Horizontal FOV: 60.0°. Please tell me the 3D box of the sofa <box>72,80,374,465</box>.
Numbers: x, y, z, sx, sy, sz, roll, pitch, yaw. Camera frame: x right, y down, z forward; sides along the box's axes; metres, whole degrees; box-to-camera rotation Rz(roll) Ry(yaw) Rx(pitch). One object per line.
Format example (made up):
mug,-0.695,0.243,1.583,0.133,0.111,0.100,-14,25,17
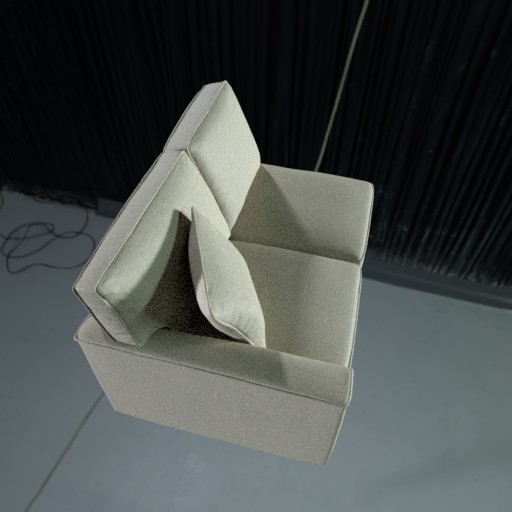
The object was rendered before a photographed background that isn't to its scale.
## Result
sofa,0.000,0.000,2.034,0.991,0.989,1.388,11,48,10
